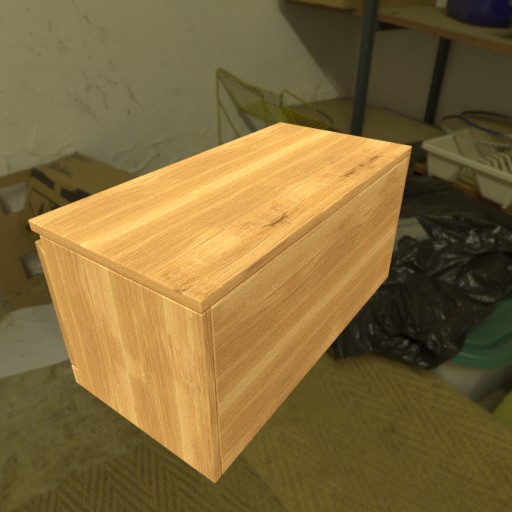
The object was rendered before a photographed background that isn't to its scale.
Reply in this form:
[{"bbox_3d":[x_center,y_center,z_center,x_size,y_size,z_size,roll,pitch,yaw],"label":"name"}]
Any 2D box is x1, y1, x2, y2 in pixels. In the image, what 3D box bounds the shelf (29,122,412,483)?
[{"bbox_3d":[0.000,0.000,1.050,0.400,0.400,0.800,20,37,30],"label":"shelf"}]
